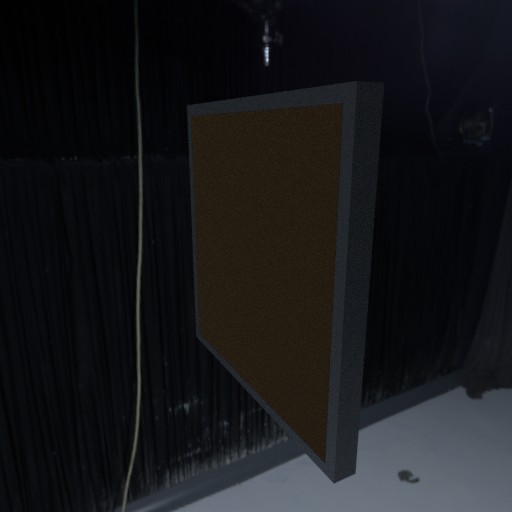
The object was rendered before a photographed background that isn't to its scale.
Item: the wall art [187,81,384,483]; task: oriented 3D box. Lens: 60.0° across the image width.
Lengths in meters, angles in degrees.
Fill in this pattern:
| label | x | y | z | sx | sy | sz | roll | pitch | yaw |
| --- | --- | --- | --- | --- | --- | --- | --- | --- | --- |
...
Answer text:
| label | x | y | z | sx | sy | sz | roll | pitch | yaw |
| --- | --- | --- | --- | --- | --- | --- | --- | --- | --- |
| wall art | 0.000 | 0.000 | 0.750 | 0.038 | 0.506 | 0.506 | -8 | 18 | -27 |
